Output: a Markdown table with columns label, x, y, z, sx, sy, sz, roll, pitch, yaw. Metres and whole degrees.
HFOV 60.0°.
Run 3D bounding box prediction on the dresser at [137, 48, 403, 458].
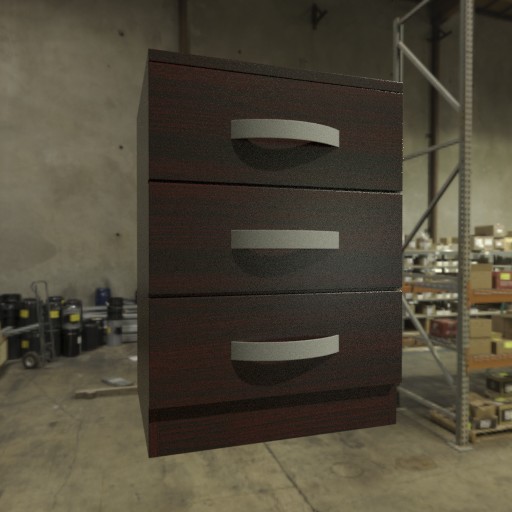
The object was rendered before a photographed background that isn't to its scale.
| label | x | y | z | sx | sy | sz | roll | pitch | yaw |
| --- | --- | --- | --- | --- | --- | --- | --- | --- | --- |
| dresser | 0.000 | 0.000 | 0.803 | 0.400 | 0.560 | 0.360 | 0 | 1 | -18 |
